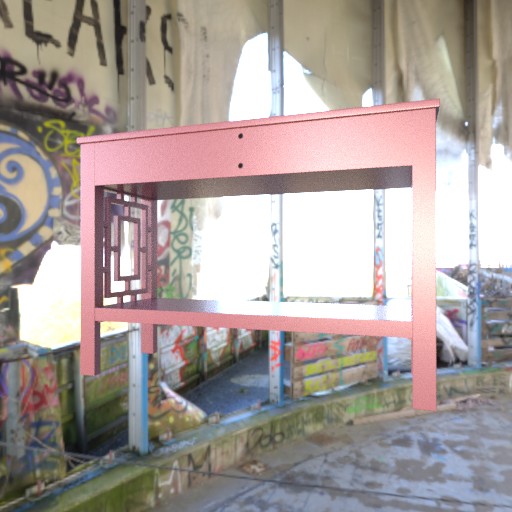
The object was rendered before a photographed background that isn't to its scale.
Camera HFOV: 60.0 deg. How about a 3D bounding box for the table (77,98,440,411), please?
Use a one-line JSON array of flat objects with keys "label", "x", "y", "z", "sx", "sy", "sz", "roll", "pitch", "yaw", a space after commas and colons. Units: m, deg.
[{"label": "table", "x": 0.000, "y": 0.000, "z": 1.421, "sx": 1.068, "sy": 0.753, "sz": 0.397, "roll": 0, "pitch": 0, "yaw": 19}]
